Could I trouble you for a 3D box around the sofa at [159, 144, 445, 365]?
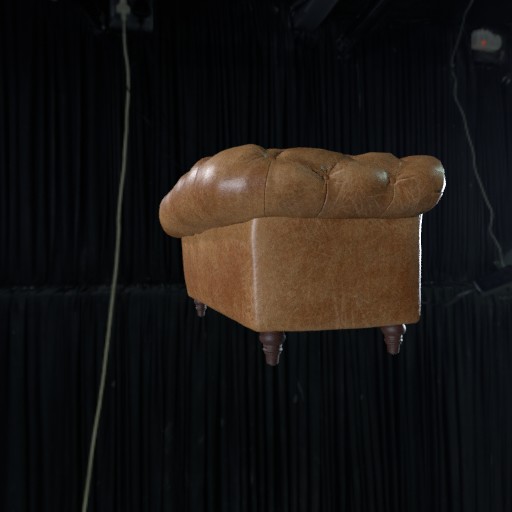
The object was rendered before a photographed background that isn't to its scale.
[{"bbox_3d":[0.000,0.000,2.572,1.042,0.877,1.979,0,0,-18],"label":"sofa"}]
